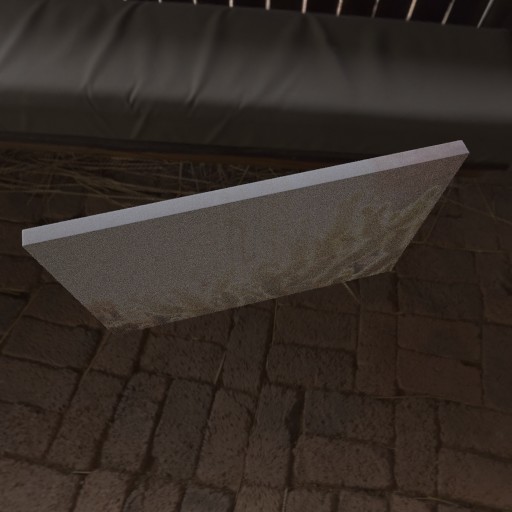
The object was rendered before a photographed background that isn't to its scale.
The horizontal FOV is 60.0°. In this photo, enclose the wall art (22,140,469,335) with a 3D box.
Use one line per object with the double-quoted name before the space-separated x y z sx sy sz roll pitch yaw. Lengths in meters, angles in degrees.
"wall art" 0.000 0.000 1.164 0.916 0.608 0.040 -13 65 -6
